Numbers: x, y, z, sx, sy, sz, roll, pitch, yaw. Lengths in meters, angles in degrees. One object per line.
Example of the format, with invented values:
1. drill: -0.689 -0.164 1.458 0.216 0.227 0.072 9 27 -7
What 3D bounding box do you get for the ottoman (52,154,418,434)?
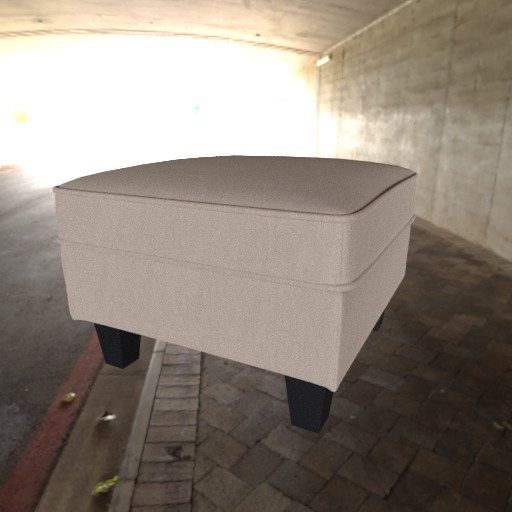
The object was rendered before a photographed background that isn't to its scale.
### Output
1. ottoman: 0.000 0.000 1.020 0.613 0.438 0.616 9 19 26
